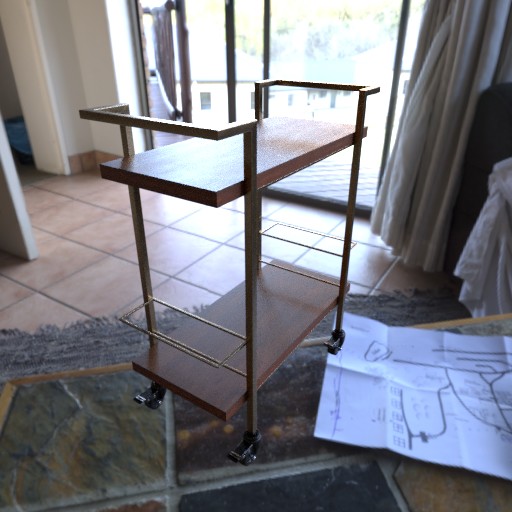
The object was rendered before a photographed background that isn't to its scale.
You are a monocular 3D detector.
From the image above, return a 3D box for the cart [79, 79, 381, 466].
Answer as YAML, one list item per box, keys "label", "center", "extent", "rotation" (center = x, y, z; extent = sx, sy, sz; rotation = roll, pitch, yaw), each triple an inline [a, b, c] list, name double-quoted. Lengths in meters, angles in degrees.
- label: "cart"
  center: [0.000, 0.000, 1.178]
  extent: [0.364, 0.807, 0.695]
  rotation: [17, 32, 30]
